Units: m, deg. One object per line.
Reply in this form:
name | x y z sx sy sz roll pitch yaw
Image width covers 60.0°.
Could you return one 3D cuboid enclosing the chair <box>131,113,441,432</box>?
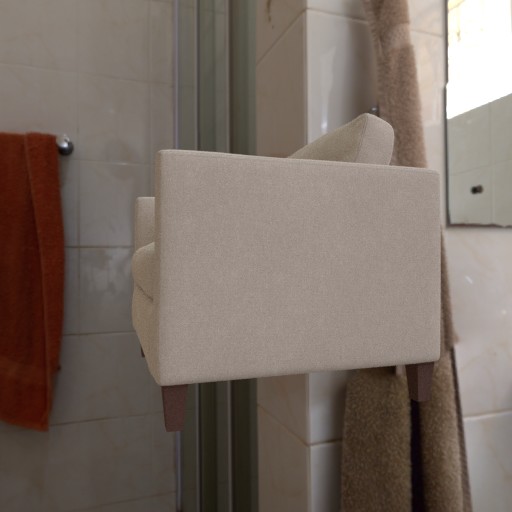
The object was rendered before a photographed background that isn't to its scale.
chair | 0.000 0.000 1.813 0.959 0.961 1.107 0 0 -18
